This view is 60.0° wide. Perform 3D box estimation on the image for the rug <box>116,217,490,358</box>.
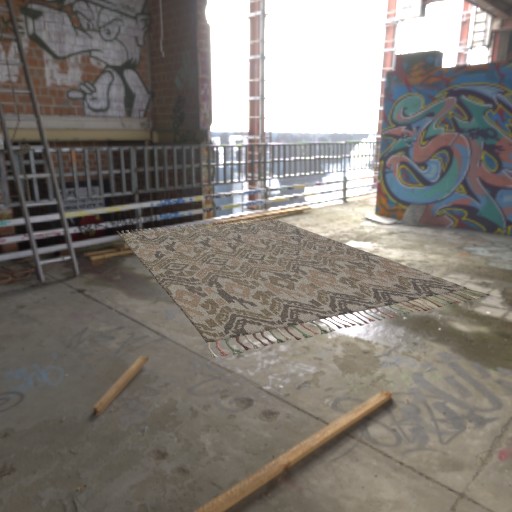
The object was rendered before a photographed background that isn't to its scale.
[{"bbox_3d":[0.000,0.000,3.012,1.524,0.008,2.438,-7,17,-25],"label":"rug"}]
